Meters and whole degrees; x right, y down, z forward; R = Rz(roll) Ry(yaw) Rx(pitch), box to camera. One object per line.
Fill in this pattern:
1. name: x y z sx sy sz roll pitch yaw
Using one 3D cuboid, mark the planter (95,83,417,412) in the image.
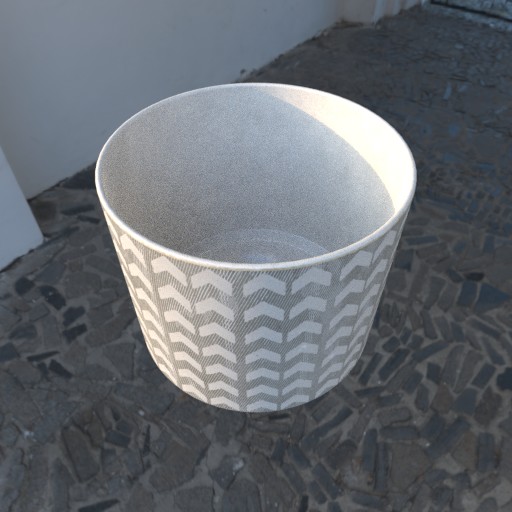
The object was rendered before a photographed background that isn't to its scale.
1. planter: 0.000 0.000 0.334 0.190 0.181 0.190 0 46 0
